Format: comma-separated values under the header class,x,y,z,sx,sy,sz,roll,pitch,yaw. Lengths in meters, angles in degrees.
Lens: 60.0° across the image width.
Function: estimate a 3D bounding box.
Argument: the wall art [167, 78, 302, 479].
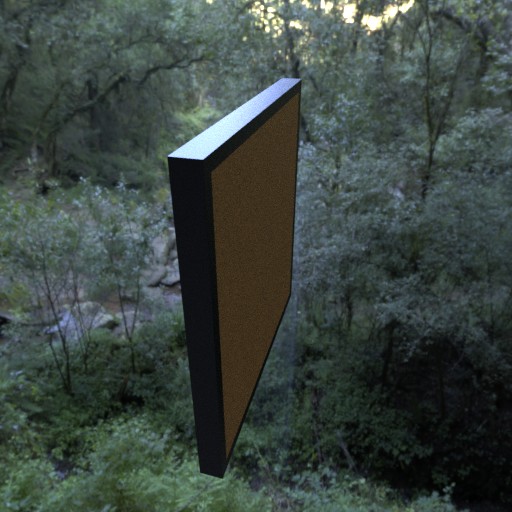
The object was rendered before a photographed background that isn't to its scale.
class,x,y,z,sx,sy,sz,roll,pitch,yaw
wall art,0.000,0.000,0.773,0.038,0.508,0.508,8,31,14
